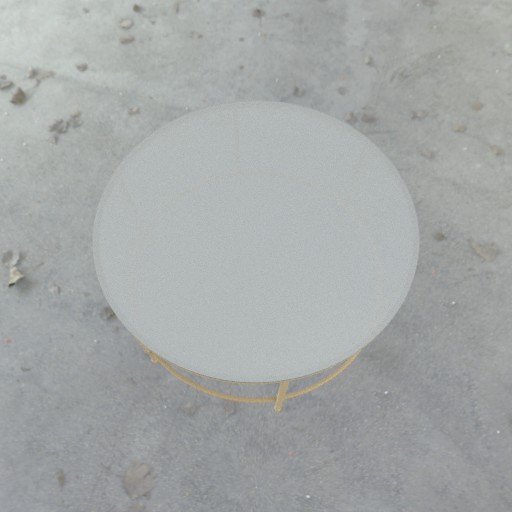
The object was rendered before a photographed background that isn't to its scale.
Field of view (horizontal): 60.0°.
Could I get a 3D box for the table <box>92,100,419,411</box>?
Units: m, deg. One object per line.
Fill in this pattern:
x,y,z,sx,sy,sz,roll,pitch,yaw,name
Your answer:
0.000,0.000,1.457,0.914,0.470,0.914,0,62,0,table
